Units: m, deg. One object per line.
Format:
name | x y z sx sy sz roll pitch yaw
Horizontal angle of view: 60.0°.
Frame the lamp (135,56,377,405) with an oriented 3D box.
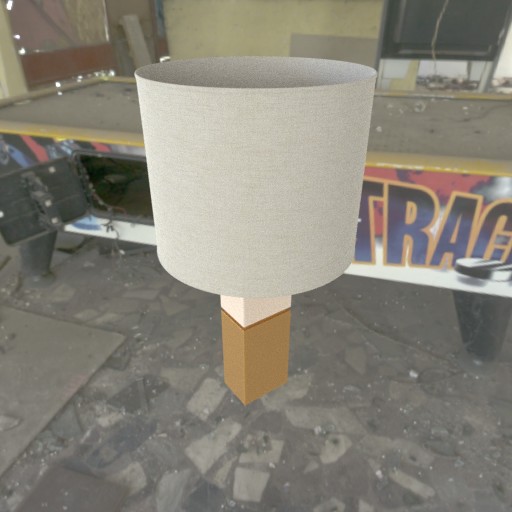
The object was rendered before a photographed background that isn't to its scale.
lamp | 0.000 0.000 0.532 0.229 0.417 0.229 -19 35 -30
